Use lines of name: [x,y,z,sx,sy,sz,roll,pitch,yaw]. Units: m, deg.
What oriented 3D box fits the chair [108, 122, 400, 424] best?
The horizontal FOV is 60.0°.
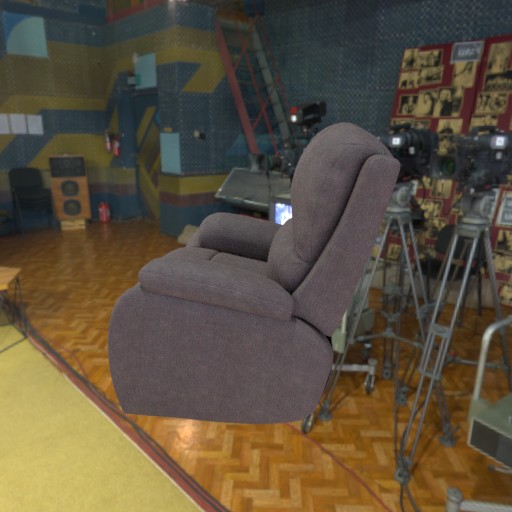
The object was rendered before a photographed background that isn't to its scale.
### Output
chair: [0.000,0.000,1.753,0.899,1.011,0.930,2,16,7]
